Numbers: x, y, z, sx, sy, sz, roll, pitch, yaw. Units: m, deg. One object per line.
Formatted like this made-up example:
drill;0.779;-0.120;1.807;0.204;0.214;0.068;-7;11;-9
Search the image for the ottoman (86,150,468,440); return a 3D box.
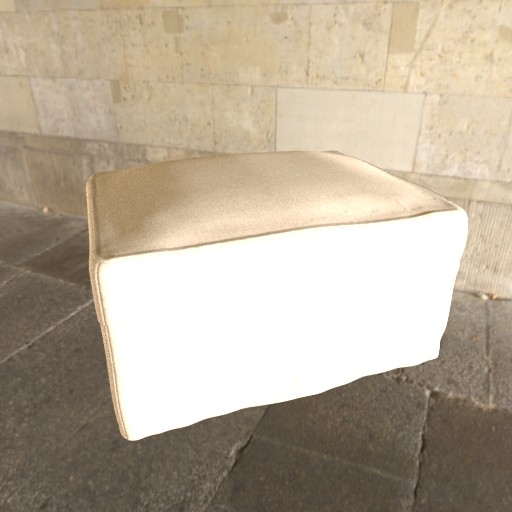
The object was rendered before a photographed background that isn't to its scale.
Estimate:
ottoman;0.000;0.000;1.223;0.833;0.485;0.650;-9;27;-18
